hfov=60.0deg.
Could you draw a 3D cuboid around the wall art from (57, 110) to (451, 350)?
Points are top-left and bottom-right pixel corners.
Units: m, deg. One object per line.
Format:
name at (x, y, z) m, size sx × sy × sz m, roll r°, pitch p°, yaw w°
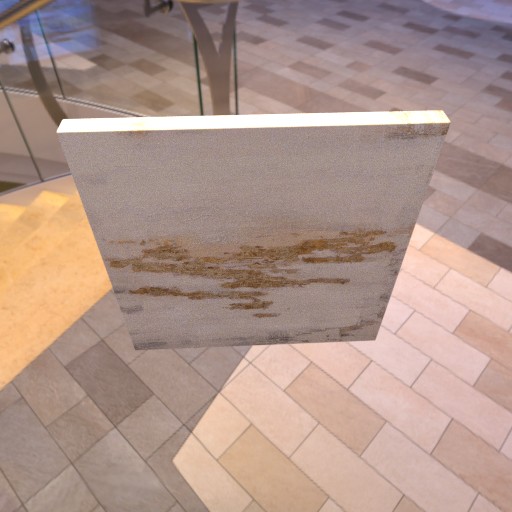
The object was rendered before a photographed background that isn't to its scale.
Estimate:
wall art at (0.000, 0.000, 0.918) m, size 0.611 × 0.613 × 0.040 m, roll -2°, pitch 46°, yaw -2°
